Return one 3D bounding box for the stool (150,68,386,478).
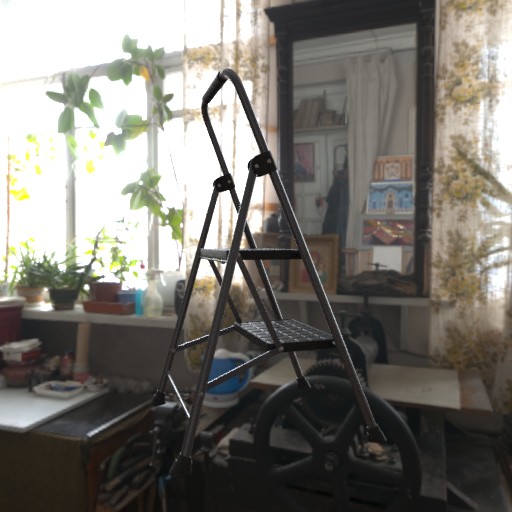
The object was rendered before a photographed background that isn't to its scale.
[{"bbox_3d":[0.000,0.000,1.165,0.514,0.872,0.450,-1,2,-19],"label":"stool"}]
